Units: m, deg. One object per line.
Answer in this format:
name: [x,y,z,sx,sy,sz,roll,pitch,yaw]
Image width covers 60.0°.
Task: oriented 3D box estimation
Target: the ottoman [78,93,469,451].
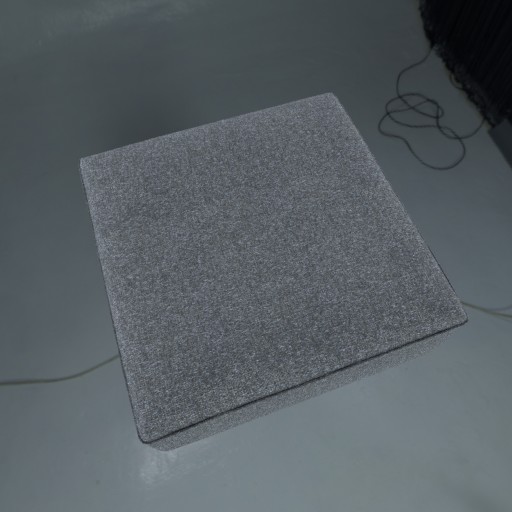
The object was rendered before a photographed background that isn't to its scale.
ottoman: [0.000,0.000,1.588,1.017,0.423,1.021,-17,64,-9]
